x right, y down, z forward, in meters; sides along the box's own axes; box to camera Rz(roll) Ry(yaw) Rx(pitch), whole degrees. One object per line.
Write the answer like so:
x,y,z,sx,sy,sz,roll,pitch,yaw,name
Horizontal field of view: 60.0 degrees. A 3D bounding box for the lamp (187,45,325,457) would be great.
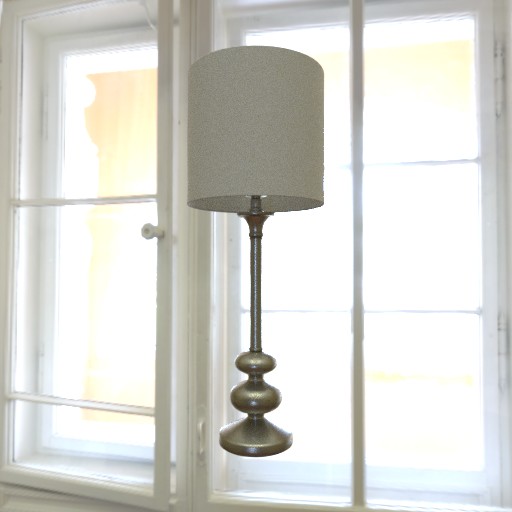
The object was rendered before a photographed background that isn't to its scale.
0.000,0.000,0.825,0.254,0.690,0.254,1,-1,-35,lamp
